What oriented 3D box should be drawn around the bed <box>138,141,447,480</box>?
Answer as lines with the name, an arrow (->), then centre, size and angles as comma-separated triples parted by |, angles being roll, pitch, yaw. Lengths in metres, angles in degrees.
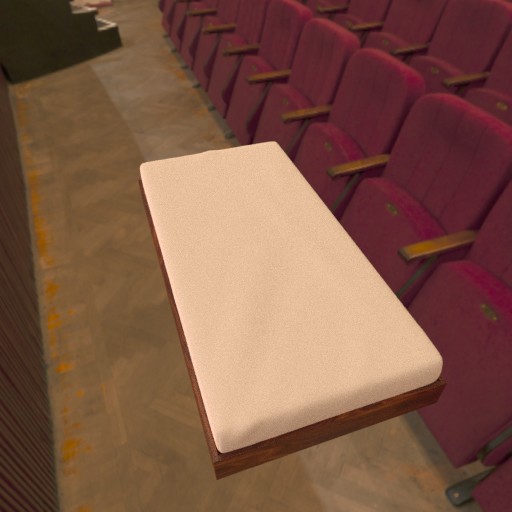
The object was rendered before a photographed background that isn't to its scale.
bed -> 0.000, 0.000, 2.262 | 0.940, 0.312, 1.860 | -13, 44, -14
